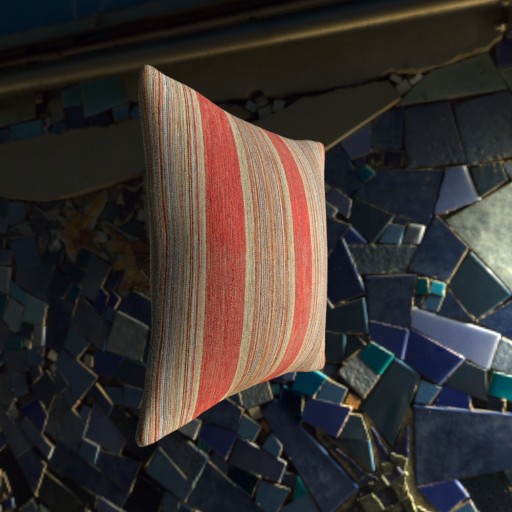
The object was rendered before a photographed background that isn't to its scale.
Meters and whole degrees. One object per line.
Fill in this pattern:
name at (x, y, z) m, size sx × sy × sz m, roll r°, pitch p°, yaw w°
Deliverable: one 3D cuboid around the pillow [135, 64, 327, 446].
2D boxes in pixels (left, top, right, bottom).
pillow at (0.000, 0.000, 0.652) m, size 0.136 × 0.419 × 0.437 m, roll 0°, pitch 0°, yaw 35°
